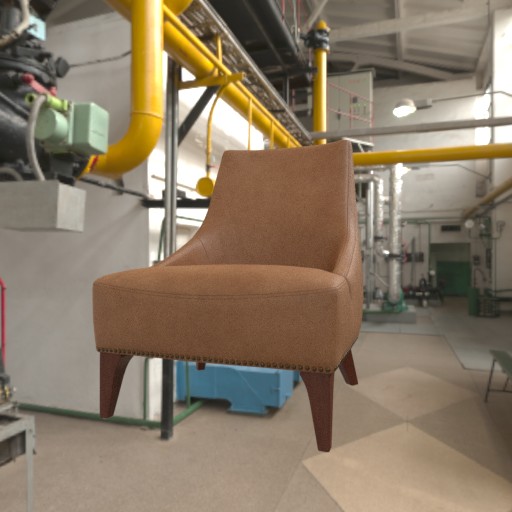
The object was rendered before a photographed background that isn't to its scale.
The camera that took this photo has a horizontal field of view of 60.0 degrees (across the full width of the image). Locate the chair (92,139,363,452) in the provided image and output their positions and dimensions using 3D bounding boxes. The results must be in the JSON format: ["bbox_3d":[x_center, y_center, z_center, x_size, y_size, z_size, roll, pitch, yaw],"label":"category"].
[{"bbox_3d":[0.000,0.000,1.496,0.701,0.909,0.861,0,0,20],"label":"chair"}]
